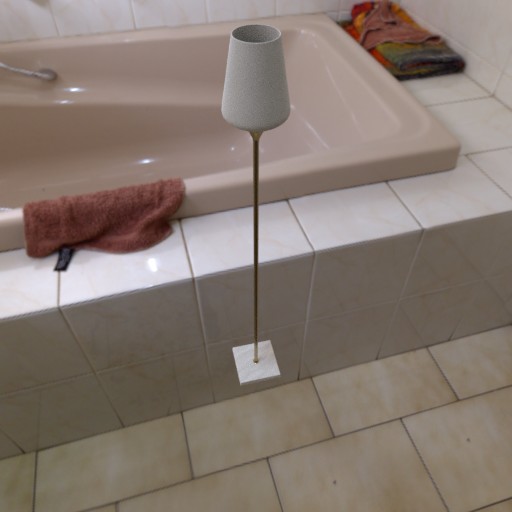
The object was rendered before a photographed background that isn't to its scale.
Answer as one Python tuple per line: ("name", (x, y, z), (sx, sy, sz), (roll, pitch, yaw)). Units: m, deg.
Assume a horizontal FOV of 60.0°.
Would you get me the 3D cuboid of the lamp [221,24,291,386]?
("lamp", (0.000, 0.000, 1.897), (0.229, 1.813, 0.232), (-10, 48, -9))
